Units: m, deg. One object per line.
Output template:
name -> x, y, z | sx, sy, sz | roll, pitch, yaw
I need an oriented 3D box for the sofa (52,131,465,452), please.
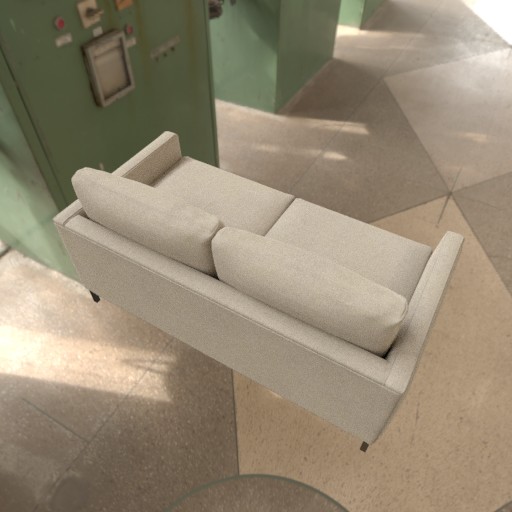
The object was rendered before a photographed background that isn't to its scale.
sofa -> 0.000, 0.000, 2.132 | 1.682, 0.840, 0.875 | 24, 52, 20
